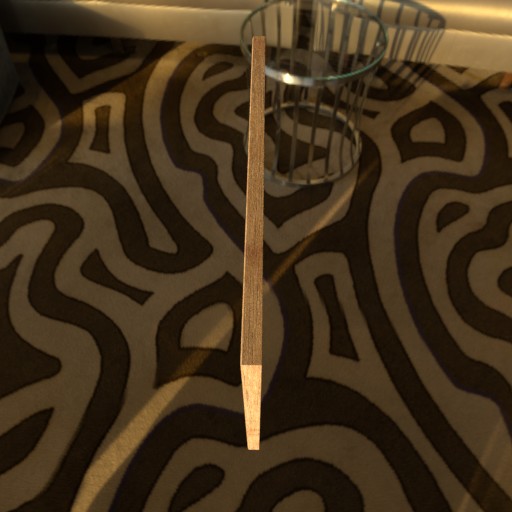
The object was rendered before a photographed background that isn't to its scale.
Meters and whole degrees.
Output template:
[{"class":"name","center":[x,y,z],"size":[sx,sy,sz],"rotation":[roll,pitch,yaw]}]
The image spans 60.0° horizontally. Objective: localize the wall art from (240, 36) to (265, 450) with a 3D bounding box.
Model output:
[{"class":"wall art","center":[0.000,0.000,0.966],"size":[0.026,0.588,0.690],"rotation":[1,57,1]}]
